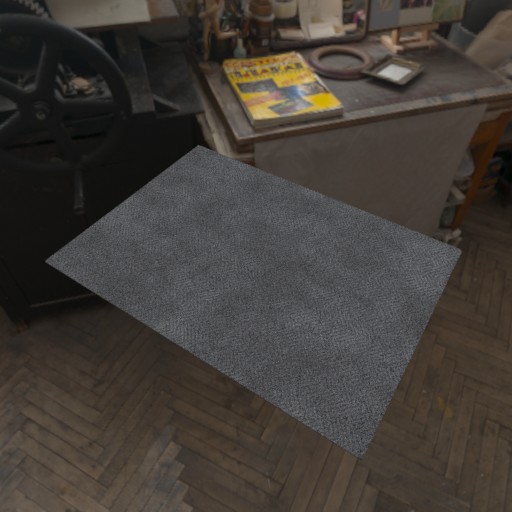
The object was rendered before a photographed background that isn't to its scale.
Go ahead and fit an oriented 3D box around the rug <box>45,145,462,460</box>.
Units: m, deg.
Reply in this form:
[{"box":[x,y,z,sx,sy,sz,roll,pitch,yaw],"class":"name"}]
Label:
[{"box":[0.000,0.000,2.915,2.235,0.008,1.600,26,52,22],"class":"rug"}]
